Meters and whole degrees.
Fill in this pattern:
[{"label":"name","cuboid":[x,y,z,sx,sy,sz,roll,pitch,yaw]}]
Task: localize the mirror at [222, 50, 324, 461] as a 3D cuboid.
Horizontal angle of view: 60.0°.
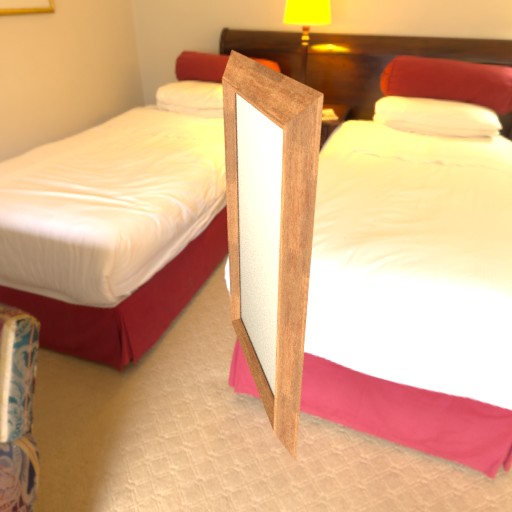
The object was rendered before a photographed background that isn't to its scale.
[{"label":"mirror","cuboid":[0.000,0.000,1.272,0.047,1.010,0.651,-9,32,-14]}]
